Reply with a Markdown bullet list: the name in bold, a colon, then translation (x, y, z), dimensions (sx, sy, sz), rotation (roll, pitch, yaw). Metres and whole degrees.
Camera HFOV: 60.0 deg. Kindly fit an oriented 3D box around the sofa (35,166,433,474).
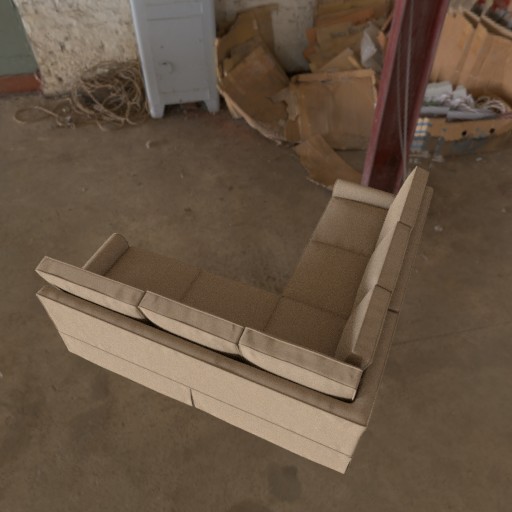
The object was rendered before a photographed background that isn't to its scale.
- **sofa**: translation (0.000, 0.000, 4.222), dimensions (2.733, 1.124, 2.730), rotation (18, 49, 16)
